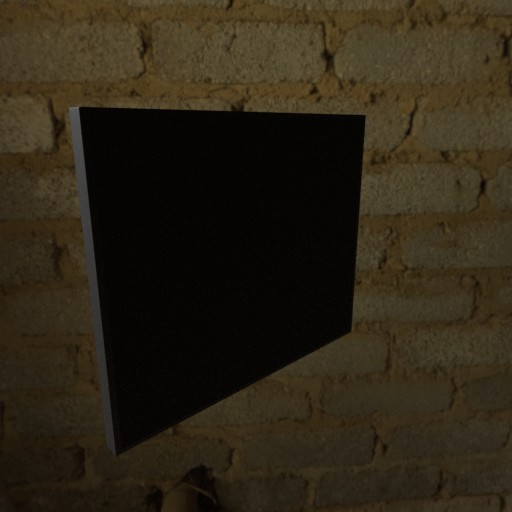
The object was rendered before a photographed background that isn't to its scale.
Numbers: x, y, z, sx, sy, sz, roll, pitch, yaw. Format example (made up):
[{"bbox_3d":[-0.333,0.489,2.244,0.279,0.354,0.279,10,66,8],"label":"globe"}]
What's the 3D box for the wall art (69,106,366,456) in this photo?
[{"bbox_3d":[0.000,0.000,0.741,0.559,0.458,0.029,-15,22,-41],"label":"wall art"}]
